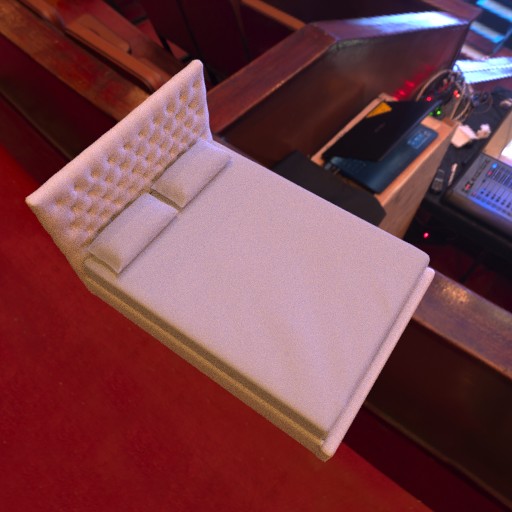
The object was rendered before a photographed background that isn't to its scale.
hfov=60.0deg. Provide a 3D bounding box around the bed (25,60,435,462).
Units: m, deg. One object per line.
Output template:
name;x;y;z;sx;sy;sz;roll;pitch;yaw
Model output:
bed;0.000;0.000;3.344;2.387;1.427;1.698;31;64;17
